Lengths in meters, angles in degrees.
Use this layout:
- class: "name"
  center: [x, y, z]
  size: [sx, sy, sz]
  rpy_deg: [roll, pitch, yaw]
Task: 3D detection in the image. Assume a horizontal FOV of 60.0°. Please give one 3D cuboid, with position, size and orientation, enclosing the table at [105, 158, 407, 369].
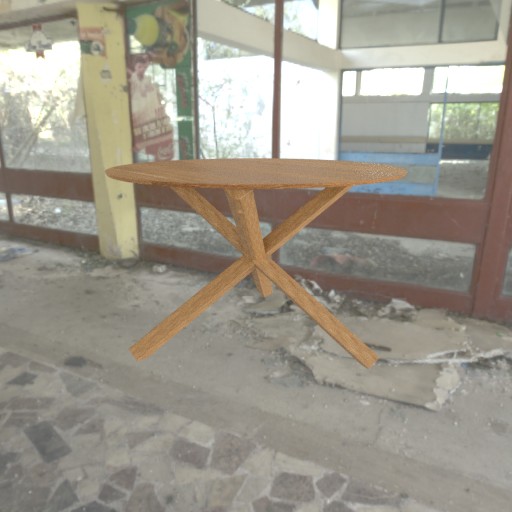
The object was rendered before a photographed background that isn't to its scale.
- class: "table"
  center: [0.000, 0.000, 1.689]
  size: [1.038, 0.666, 1.038]
  rpy_deg: [0, 16, 0]
